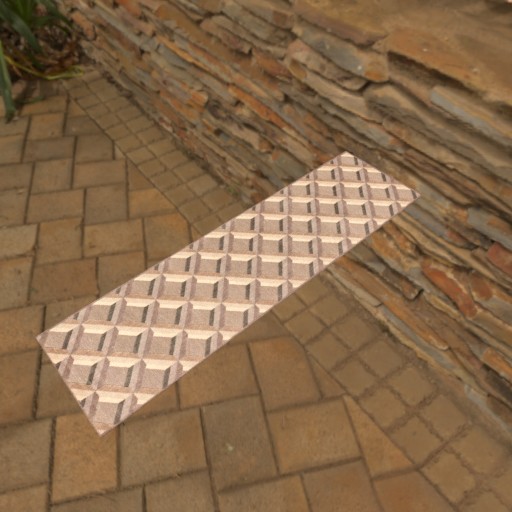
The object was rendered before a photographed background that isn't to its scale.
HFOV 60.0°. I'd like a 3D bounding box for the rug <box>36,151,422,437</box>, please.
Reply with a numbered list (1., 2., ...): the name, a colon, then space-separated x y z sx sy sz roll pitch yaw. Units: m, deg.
1. rug: 0.000 0.000 2.649 2.437 0.013 0.685 -34 56 -26
